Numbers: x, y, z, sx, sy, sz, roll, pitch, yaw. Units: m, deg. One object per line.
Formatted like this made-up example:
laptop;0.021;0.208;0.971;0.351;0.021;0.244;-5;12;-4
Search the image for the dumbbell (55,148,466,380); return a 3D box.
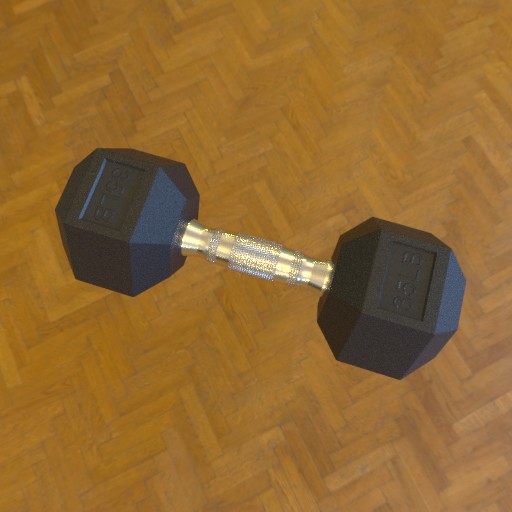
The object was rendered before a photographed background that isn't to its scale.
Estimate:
dumbbell;0.000;0.000;0.416;0.356;0.123;0.141;16;75;5
